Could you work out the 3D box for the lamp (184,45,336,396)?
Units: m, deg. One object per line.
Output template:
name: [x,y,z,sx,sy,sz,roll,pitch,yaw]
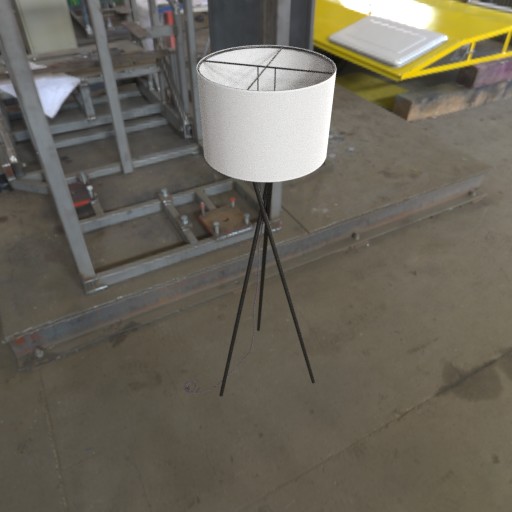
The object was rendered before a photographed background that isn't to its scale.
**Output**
lamp: [0.000,0.000,1.931,0.667,1.624,0.522,11,42,12]
